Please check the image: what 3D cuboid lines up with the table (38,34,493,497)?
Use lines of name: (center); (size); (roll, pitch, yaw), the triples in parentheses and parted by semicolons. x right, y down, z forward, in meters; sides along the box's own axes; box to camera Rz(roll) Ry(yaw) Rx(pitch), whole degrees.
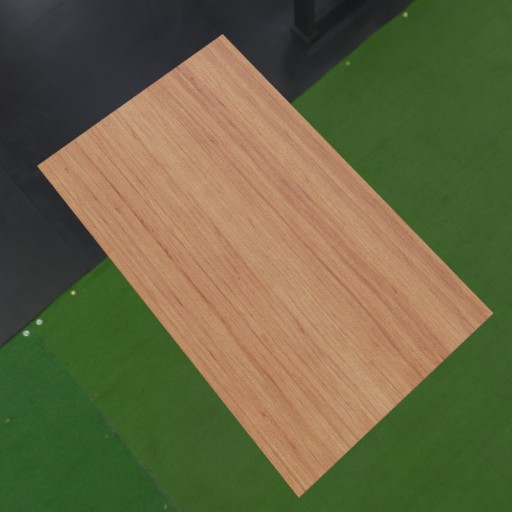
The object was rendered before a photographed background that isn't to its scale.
table: (0.000, 0.000, 1.457); (0.695, 0.457, 1.146); (-39, 79, -9)
